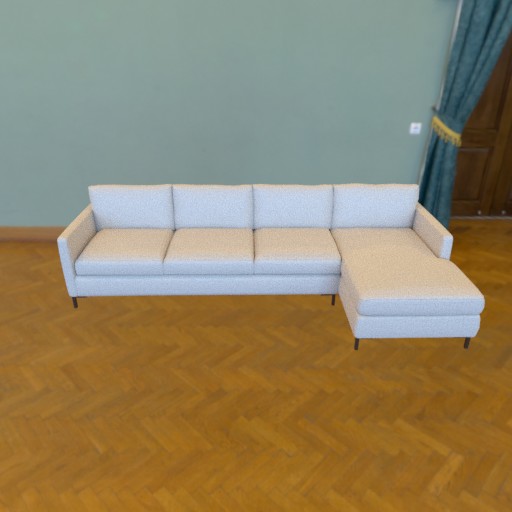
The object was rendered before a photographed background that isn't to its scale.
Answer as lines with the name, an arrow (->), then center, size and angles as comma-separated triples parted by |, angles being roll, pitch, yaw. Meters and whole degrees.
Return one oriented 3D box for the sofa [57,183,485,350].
sofa -> 0.000, 0.000, 3.151 | 2.731, 0.755, 1.258 | 0, 26, -1
